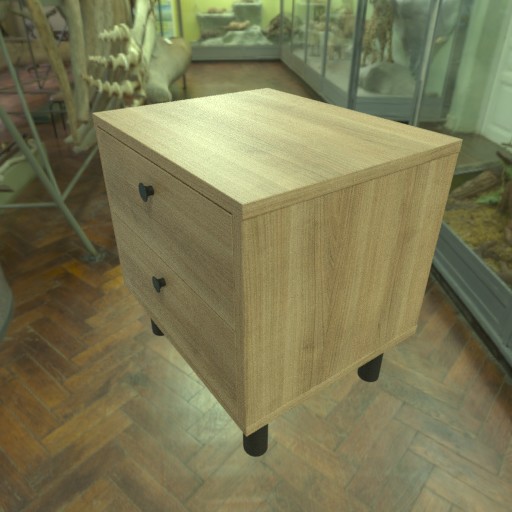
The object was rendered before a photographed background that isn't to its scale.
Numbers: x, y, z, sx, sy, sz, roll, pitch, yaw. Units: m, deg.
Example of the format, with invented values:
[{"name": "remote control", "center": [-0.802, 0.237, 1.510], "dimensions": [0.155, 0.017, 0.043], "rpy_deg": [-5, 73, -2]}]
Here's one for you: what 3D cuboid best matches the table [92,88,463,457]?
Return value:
[{"name": "table", "center": [0.000, 0.000, 0.788], "dimensions": [0.380, 0.460, 0.445], "rpy_deg": [-20, 37, -30]}]
